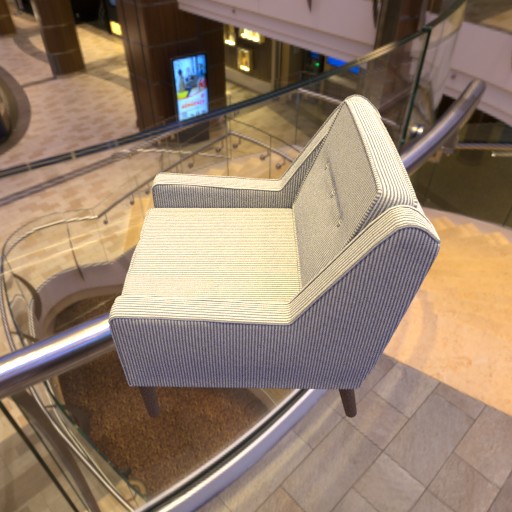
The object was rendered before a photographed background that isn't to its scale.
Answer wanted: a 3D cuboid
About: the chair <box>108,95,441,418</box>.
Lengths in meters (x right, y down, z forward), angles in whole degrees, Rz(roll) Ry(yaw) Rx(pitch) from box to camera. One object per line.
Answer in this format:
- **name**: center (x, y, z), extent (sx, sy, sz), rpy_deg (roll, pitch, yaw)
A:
- **chair**: center (0.000, 0.000, 1.335), extent (0.743, 0.792, 0.663), rpy_deg (0, 42, 0)
